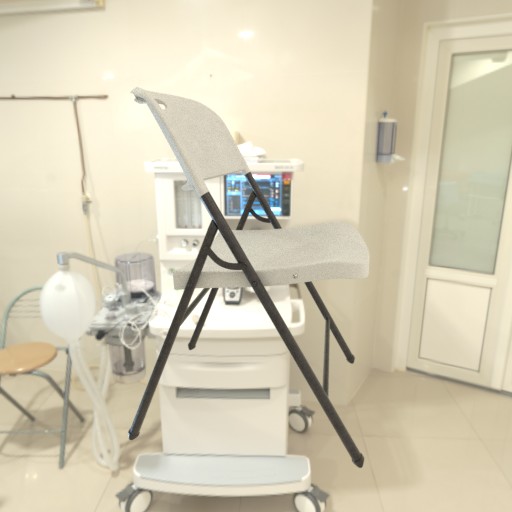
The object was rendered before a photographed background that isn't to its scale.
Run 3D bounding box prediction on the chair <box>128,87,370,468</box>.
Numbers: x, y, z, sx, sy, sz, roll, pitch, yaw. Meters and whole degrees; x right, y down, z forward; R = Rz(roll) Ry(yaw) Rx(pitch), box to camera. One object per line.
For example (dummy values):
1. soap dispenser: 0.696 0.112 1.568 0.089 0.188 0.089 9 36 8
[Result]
1. chair: 0.000 0.000 1.143 0.566 0.810 0.494 3 16 9
